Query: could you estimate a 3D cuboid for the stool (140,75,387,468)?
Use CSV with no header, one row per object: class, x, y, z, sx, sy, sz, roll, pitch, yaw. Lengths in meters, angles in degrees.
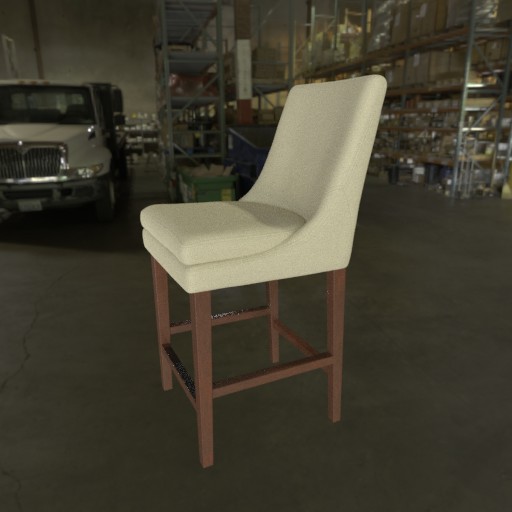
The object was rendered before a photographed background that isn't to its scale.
stool,0.000,0.000,1.305,0.577,0.981,0.470,-8,19,-25
